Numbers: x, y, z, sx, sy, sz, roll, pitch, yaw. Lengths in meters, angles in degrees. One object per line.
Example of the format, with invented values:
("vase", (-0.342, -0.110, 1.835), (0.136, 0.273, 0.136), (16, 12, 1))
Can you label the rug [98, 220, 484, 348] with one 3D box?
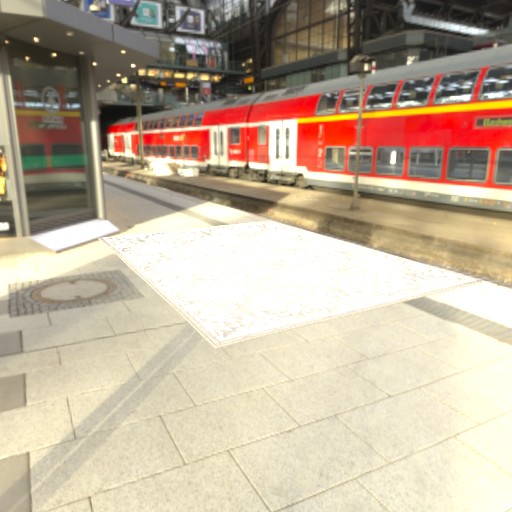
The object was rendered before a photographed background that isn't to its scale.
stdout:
("rug", (0.000, 0.000, 2.955), (1.608, 0.014, 2.213), (-8, 16, -29))
